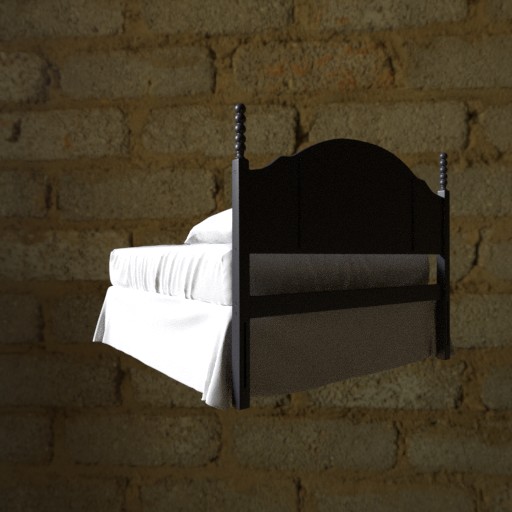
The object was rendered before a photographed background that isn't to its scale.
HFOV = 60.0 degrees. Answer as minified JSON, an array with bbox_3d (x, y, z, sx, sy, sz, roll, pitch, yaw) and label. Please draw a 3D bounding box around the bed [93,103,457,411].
[{"bbox_3d":[0.000,0.000,3.233,1.873,1.356,2.040,0,0,-36],"label":"bed"}]
